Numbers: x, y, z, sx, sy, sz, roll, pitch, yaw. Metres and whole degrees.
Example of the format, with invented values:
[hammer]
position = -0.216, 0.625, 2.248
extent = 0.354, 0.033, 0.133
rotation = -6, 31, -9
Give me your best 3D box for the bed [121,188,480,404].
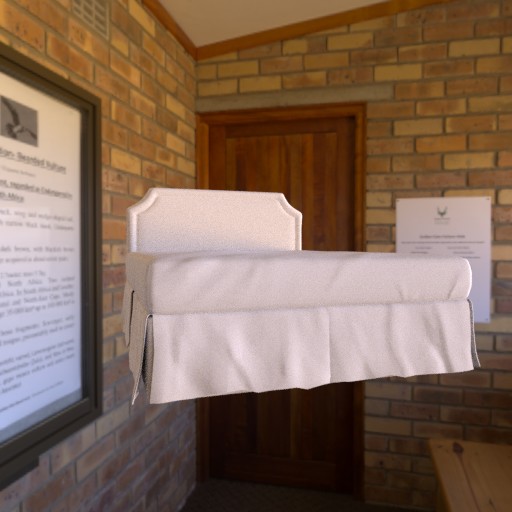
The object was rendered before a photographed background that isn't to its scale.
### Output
[bed]
position = 0.000, 0.000, 3.408
extent = 1.977, 1.293, 2.498
rotation = 0, 1, -19
